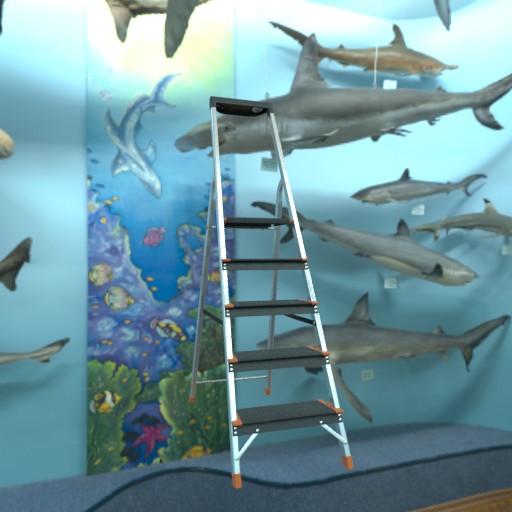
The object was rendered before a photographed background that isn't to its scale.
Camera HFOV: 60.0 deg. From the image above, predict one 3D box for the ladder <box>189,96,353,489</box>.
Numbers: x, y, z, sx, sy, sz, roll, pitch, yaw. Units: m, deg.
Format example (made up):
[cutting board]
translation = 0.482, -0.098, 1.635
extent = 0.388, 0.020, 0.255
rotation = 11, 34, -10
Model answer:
[ladder]
translation = 0.000, 0.000, 2.111
extent = 0.480, 1.646, 0.995
rotation = 0, 0, -18
